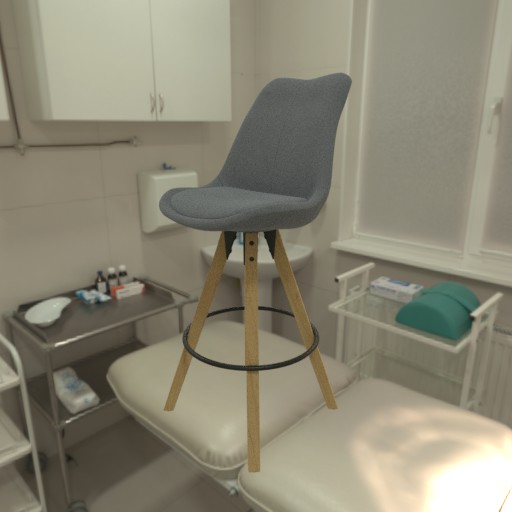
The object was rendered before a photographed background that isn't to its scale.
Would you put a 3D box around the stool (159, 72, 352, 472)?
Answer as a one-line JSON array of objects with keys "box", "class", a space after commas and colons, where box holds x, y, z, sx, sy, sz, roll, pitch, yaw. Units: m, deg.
[{"box": [0.000, 0.000, 1.427, 0.485, 1.115, 0.550, 15, 22, 41], "class": "stool"}]
